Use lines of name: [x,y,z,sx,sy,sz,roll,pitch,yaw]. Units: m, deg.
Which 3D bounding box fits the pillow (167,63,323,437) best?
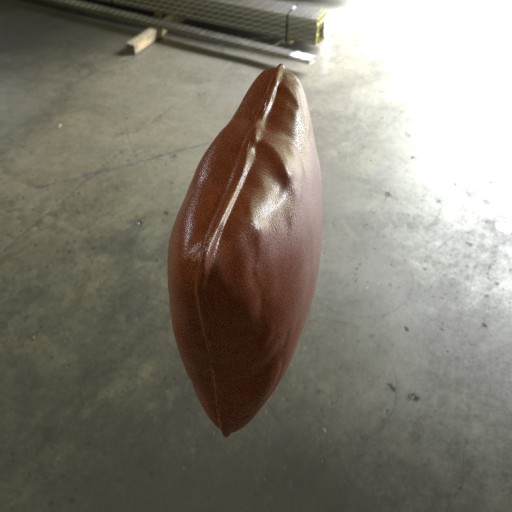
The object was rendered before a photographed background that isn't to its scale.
pillow: [0.000,0.000,0.827,0.236,0.523,0.532,9,49,8]
